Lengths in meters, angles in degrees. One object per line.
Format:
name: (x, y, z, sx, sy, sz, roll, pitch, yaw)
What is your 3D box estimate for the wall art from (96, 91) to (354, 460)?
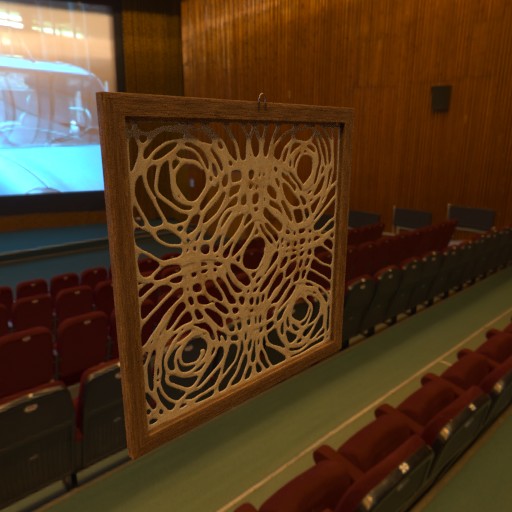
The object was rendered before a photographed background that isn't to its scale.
wall art: (0.000, 0.000, 0.831, 0.561, 0.576, 0.021, -14, 21, -42)
